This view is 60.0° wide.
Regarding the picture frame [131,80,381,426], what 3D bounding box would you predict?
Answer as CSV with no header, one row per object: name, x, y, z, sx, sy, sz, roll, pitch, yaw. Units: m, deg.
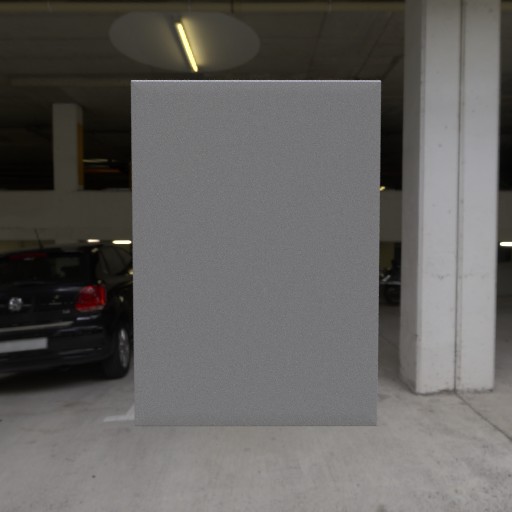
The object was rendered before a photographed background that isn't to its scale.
picture frame,0.000,0.000,0.689,0.381,0.534,0.012,0,2,0
